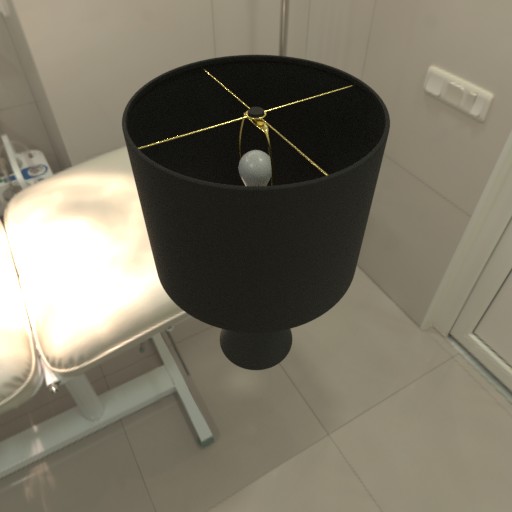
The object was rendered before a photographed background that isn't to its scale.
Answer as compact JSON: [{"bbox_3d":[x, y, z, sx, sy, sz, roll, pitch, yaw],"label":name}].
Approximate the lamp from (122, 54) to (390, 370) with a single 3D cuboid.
[{"bbox_3d":[0.000,0.000,0.815,0.359,0.584,0.359,-23,50,-20],"label":"lamp"}]
